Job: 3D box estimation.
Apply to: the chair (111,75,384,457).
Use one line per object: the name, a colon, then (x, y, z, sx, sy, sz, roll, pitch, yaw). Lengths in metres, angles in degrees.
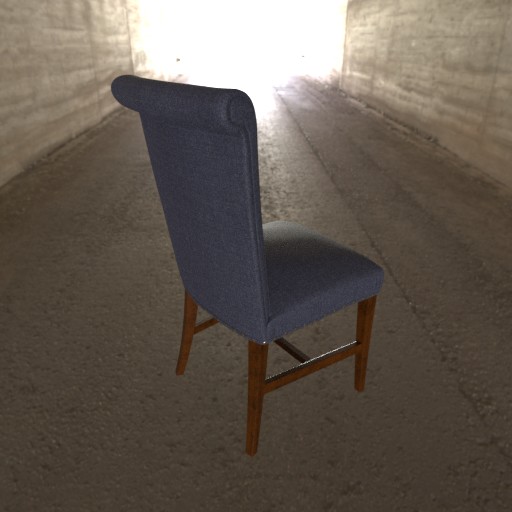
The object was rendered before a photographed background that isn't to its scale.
chair: (0.000, 0.000, 1.307, 0.608, 0.988, 0.513, -19, 31, -33)
